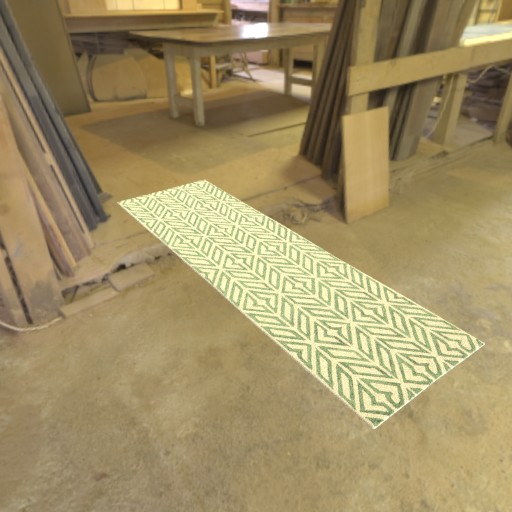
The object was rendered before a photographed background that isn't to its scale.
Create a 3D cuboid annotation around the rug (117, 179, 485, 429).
[{"bbox_3d":[0.000,0.000,2.630,0.750,0.009,2.435,-21,37,-31],"label":"rug"}]
